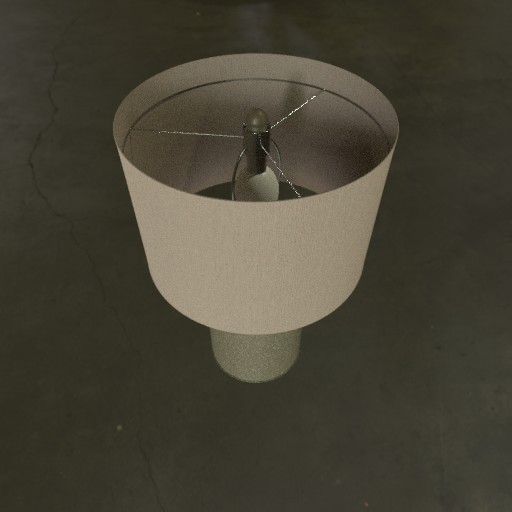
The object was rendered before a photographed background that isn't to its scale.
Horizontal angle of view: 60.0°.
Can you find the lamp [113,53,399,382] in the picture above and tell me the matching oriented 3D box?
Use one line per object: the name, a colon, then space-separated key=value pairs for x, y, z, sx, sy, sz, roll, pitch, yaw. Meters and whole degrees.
lamp: x=0.000 y=0.000 z=0.680 sx=0.318 sy=0.486 sz=0.318 roll=0 pitch=47 yaw=0
